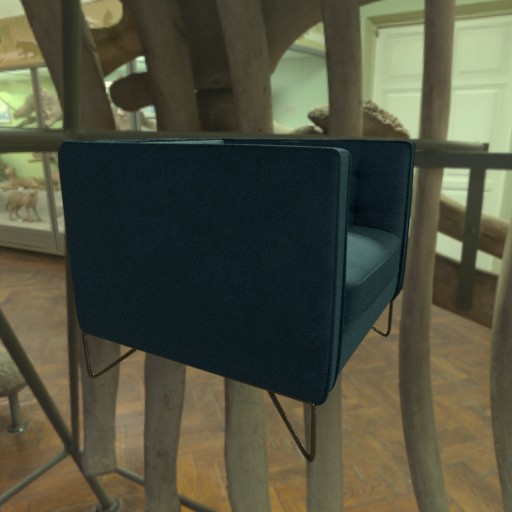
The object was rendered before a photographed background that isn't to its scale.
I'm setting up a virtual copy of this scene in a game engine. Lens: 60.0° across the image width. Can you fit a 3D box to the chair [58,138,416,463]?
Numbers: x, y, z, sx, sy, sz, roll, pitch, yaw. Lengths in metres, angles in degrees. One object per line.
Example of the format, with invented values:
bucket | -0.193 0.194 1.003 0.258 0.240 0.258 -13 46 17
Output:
chair | 0.000 0.000 1.553 0.894 0.790 0.880 9 18 28
